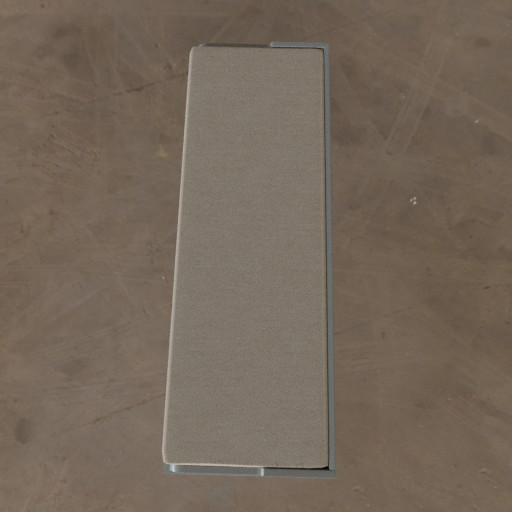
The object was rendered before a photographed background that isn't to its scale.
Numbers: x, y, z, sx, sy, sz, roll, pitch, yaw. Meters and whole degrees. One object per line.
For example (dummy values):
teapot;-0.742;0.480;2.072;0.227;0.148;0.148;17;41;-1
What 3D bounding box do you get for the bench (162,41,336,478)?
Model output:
bench;0.000;0.000;1.351;0.398;0.501;1.140;1;76;0
